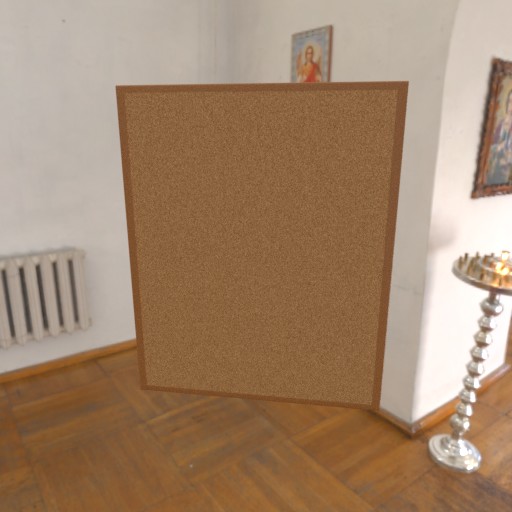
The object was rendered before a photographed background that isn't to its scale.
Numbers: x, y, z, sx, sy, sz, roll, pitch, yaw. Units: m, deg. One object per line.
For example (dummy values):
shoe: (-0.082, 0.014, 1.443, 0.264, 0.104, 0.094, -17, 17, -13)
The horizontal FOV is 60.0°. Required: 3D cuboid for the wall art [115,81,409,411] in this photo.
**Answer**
wall art: (0.000, 0.000, 0.761, 0.452, 0.553, 0.022, 2, 16, 8)
